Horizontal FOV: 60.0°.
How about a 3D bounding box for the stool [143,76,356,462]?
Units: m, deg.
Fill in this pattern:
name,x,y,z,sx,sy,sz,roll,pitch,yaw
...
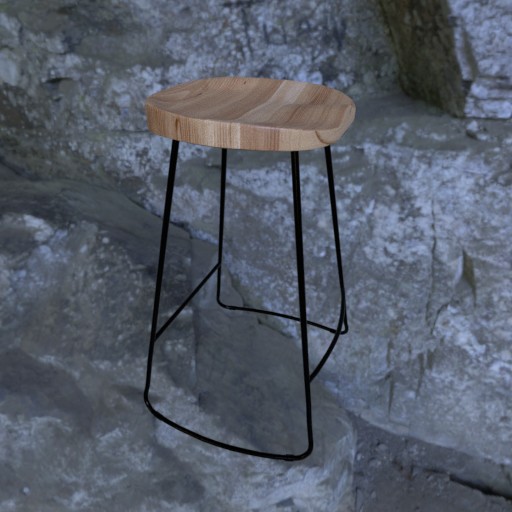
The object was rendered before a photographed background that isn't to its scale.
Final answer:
name,x,y,z,sx,sy,sz,roll,pitch,yaw
stool,0.000,0.000,0.965,0.401,0.679,0.480,11,32,18
